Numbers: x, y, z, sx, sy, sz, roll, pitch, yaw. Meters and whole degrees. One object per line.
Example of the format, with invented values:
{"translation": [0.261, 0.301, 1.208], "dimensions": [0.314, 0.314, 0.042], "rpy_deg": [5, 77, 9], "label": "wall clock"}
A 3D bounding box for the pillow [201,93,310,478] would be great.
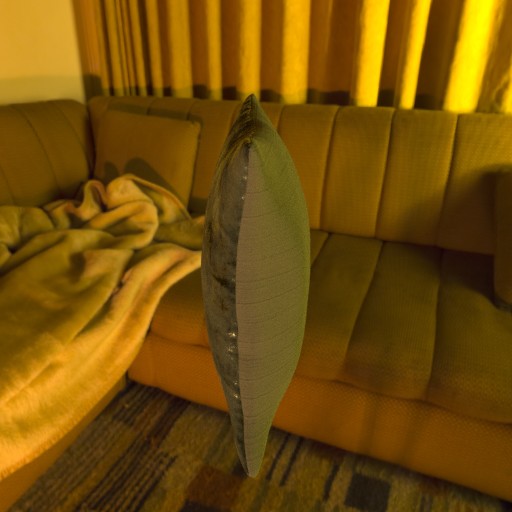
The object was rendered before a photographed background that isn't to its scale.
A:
{"translation": [0.000, 0.000, 0.727], "dimensions": [0.175, 0.464, 0.470], "rpy_deg": [0, 25, 1], "label": "pillow"}
